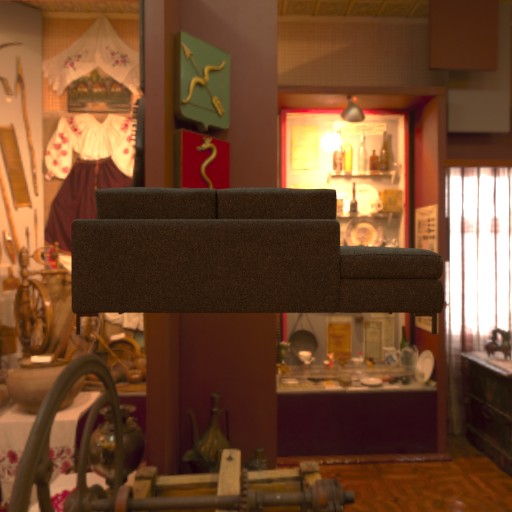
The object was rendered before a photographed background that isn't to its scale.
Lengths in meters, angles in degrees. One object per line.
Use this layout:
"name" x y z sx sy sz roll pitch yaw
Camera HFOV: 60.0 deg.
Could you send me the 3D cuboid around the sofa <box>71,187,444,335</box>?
"sofa" 0.000 0.000 3.811 2.007 0.813 2.956 0 1 -1
